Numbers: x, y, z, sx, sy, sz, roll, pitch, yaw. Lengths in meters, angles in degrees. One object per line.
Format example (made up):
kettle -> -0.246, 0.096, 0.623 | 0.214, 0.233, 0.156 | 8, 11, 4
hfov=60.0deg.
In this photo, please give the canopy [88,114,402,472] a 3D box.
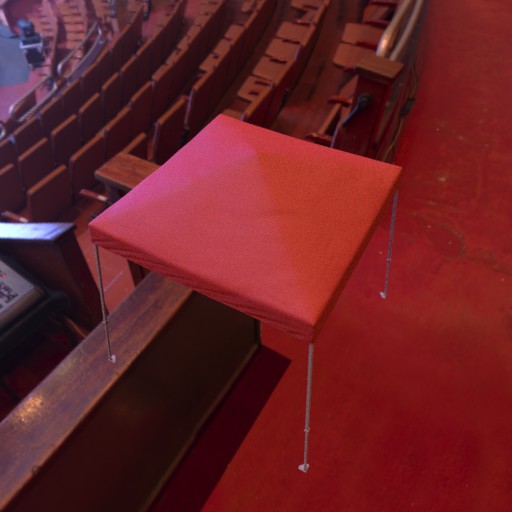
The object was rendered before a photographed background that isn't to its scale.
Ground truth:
canopy -> 0.000, 0.000, 6.529 | 3.600, 3.600, 3.599 | 22, 51, 19
